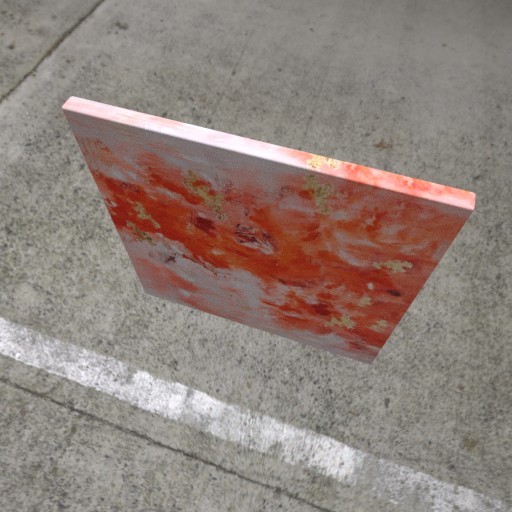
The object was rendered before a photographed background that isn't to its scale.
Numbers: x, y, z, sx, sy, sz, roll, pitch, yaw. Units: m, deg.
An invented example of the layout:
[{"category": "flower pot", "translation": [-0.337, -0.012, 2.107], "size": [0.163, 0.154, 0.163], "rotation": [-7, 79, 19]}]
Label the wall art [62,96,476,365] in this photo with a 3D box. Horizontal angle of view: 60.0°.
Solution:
[{"category": "wall art", "translation": [0.000, 0.000, 1.090], "size": [0.747, 0.746, 0.064], "rotation": [16, 59, 10]}]
